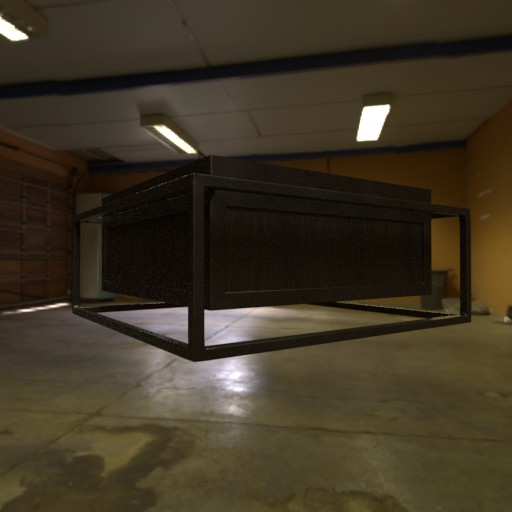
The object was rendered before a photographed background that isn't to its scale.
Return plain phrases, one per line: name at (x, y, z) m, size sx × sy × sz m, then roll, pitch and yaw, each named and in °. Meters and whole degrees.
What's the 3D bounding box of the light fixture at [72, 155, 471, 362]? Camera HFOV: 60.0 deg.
light fixture at (0.000, 0.000, 0.687) m, size 0.441 × 0.191 × 0.441 m, roll 1°, pitch -1°, yaw -35°
